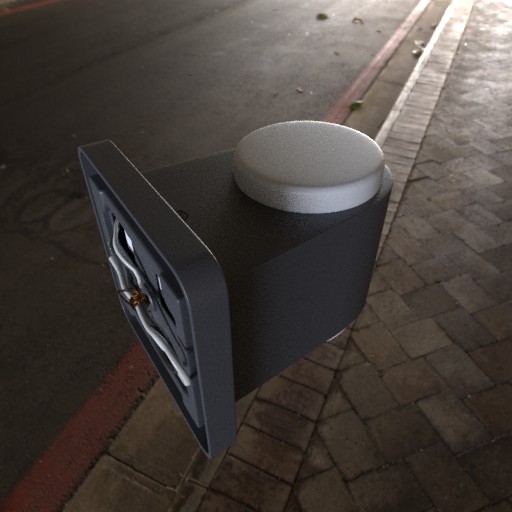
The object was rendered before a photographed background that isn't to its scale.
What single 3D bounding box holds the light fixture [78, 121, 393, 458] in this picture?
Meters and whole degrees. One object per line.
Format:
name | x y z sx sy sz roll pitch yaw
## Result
light fixture | 0.000 0.000 0.214 0.132 0.109 0.109 -23 45 -25
